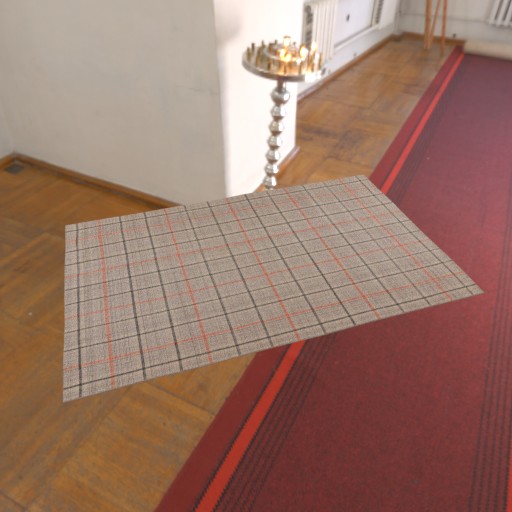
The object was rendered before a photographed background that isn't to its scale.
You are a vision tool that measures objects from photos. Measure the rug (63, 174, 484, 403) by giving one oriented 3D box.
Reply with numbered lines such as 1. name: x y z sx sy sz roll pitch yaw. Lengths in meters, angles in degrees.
1. rug: 0.000 0.000 2.972 2.439 0.015 1.524 -12 41 -14
